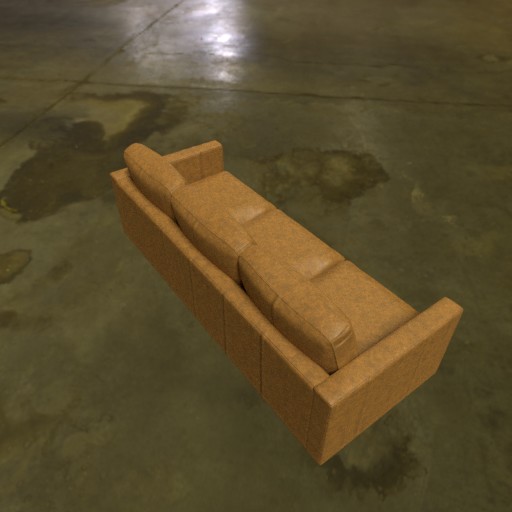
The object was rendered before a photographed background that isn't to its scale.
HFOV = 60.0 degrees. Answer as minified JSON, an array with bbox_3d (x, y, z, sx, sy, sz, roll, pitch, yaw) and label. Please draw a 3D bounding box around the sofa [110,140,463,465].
[{"bbox_3d":[0.000,0.000,2.752,0.903,0.930,2.231,-25,47,-27],"label":"sofa"}]
